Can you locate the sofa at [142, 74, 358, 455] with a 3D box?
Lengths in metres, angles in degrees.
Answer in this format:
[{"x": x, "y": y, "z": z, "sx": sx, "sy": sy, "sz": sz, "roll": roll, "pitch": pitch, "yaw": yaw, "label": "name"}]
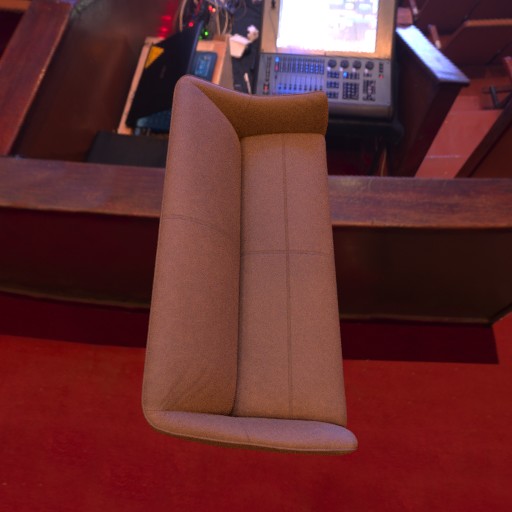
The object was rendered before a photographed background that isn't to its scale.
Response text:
[{"x": 0.000, "y": 0.000, "z": 2.349, "sx": 0.869, "sy": 0.830, "sz": 1.928, "roll": 0, "pitch": 65, "yaw": 0, "label": "sofa"}]
